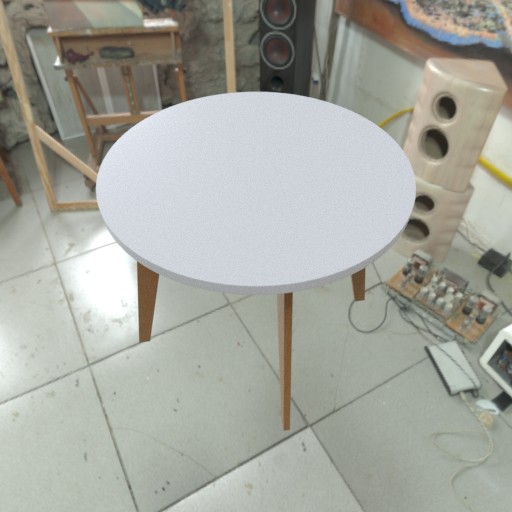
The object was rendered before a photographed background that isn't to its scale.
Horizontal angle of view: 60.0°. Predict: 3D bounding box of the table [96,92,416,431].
[{"bbox_3d":[0.000,0.000,1.554,0.896,0.762,0.896,0,47,0],"label":"table"}]
